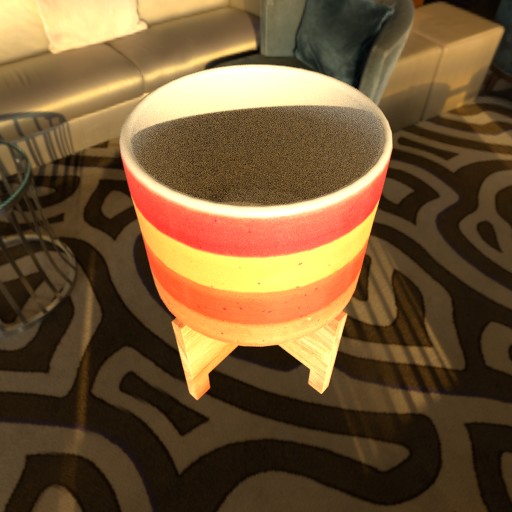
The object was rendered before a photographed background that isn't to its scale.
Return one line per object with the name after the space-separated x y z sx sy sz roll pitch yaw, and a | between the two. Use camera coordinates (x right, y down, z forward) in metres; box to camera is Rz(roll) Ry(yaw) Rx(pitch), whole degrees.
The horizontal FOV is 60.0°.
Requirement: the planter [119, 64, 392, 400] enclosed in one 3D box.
0.000 0.000 0.562 0.269 0.379 0.269 0 47 0 | planter
